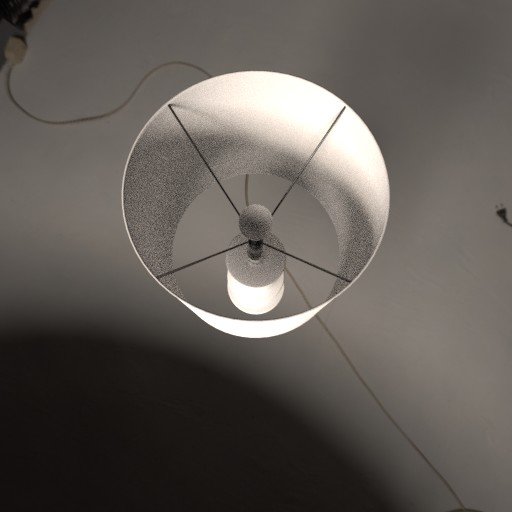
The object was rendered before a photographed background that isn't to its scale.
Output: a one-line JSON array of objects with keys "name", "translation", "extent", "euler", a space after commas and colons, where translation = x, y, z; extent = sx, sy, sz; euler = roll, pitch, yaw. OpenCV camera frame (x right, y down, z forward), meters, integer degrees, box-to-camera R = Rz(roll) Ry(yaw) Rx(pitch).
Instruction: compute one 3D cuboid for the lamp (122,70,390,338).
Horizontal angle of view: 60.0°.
[{"name": "lamp", "translation": [0.000, 0.000, 0.566], "extent": [0.208, 0.455, 0.208], "euler": [25, 78, 6]}]
